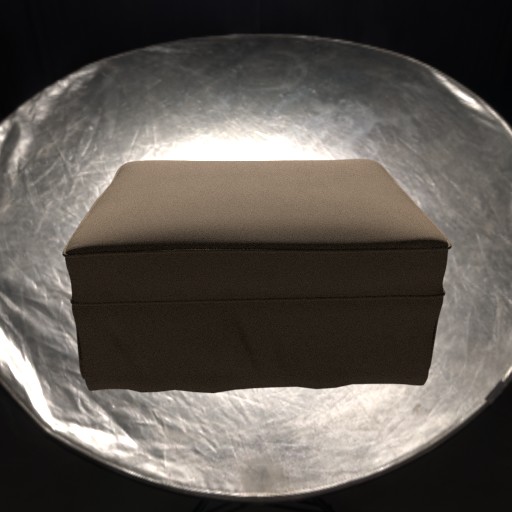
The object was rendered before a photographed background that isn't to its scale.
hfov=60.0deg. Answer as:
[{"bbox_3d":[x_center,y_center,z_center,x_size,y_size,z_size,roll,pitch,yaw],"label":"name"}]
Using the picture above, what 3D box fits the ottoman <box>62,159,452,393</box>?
[{"bbox_3d":[0.000,0.000,1.364,0.959,0.482,0.721,-1,30,-2],"label":"ottoman"}]
